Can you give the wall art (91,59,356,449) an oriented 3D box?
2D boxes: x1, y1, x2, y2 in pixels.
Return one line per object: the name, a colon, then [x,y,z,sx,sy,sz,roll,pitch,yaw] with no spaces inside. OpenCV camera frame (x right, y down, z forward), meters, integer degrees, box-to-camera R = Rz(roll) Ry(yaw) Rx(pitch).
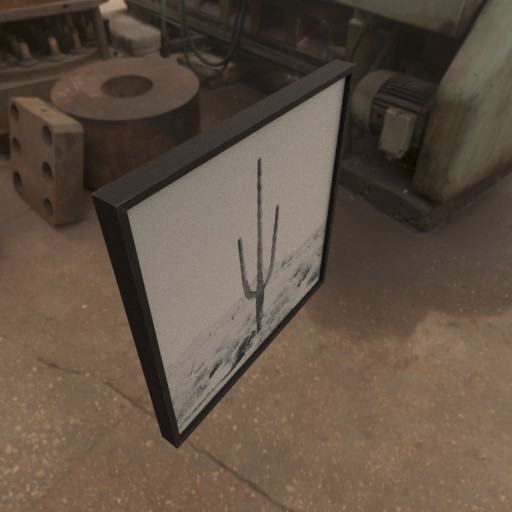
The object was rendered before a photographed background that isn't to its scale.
wall art: [0.000,0.000,0.758,0.038,0.508,0.508,26,48,26]
